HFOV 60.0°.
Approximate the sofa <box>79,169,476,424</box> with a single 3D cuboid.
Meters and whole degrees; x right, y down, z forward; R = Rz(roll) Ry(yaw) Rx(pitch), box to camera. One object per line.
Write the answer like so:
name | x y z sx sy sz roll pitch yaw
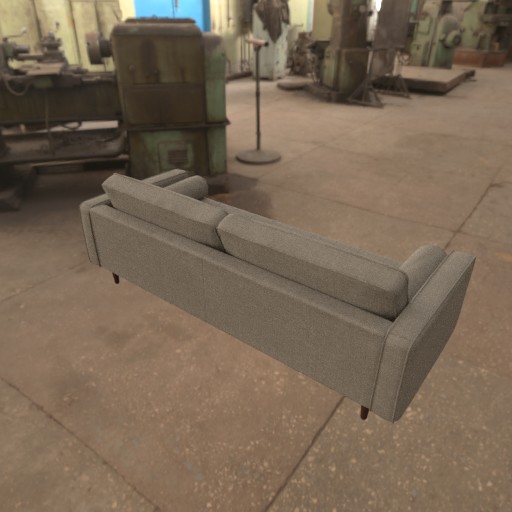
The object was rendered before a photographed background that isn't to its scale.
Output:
sofa | 0.000 0.000 2.636 2.211 0.762 0.914 21 36 32
